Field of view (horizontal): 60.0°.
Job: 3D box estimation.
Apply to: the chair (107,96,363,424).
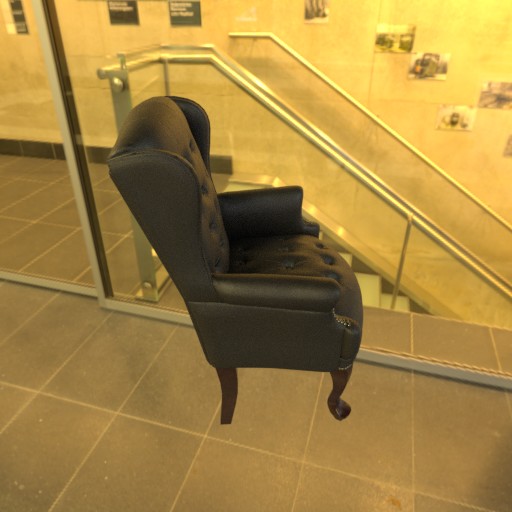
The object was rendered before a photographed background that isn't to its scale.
[{"bbox_3d":[0.000,0.000,1.678,0.822,1.133,0.831,-2,31,-3],"label":"chair"}]
